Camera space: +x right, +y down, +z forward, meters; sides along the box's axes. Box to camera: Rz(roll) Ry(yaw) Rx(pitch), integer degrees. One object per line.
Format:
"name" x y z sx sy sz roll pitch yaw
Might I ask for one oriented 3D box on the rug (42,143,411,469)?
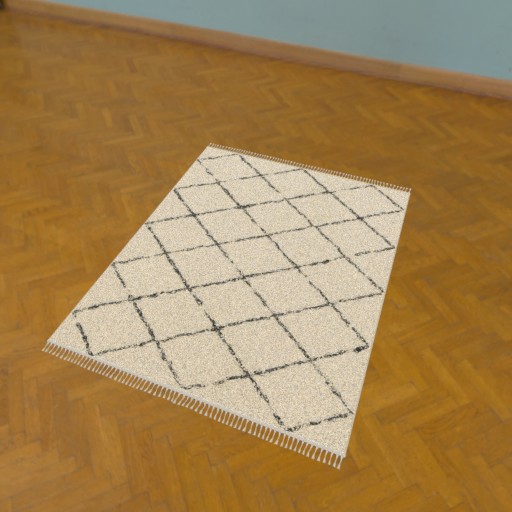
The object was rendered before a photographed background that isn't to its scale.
"rug" 0.000 0.000 4.079 2.380 0.013 3.051 16 49 14
